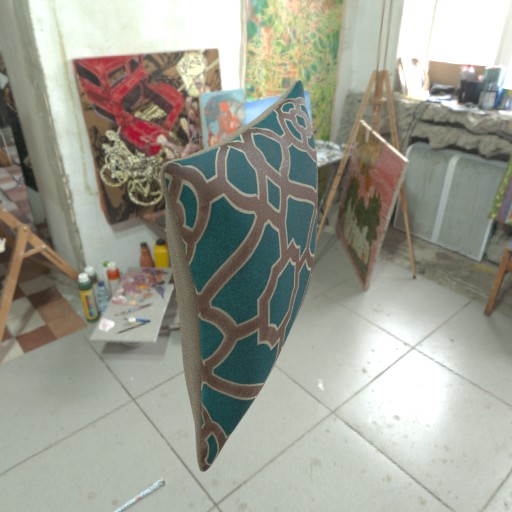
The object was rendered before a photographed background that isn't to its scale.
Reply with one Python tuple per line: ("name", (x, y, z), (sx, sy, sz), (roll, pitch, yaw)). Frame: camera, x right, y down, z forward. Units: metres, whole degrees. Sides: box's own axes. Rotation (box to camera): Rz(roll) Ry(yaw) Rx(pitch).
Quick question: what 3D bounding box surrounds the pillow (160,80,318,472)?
("pillow", (0.000, 0.000, 0.785), (0.166, 0.507, 0.526), (11, 33, 17))
